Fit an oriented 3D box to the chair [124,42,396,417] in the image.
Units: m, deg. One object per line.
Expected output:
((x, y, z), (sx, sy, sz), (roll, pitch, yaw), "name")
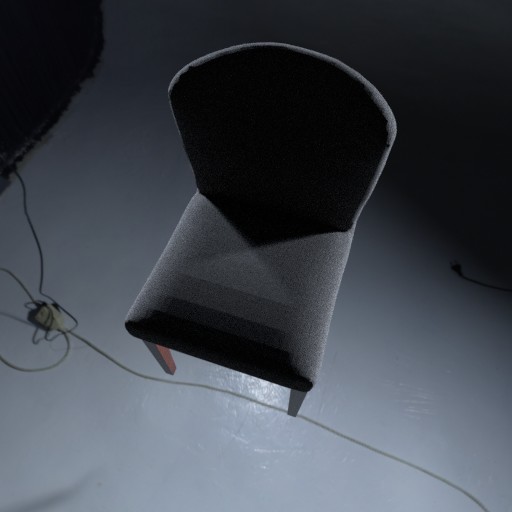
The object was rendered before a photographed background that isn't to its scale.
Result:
((0.000, 0.000, 1.162), (0.491, 0.839, 0.589), (16, 60, 9), "chair")
